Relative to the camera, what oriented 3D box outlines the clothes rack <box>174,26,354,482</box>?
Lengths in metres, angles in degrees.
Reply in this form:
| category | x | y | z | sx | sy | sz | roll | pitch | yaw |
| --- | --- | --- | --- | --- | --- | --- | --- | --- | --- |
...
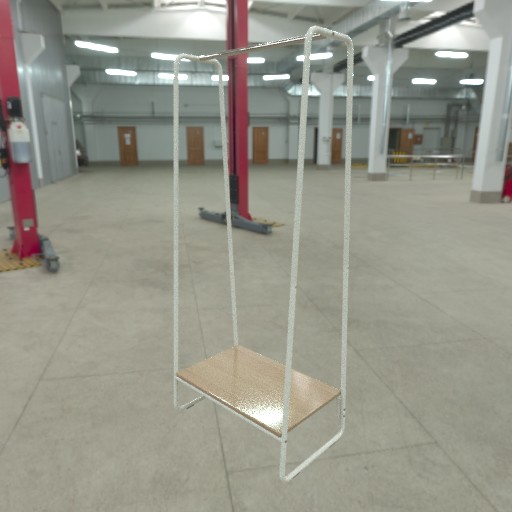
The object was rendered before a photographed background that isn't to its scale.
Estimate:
| category | x | y | z | sx | sy | sz | roll | pitch | yaw |
| --- | --- | --- | --- | --- | --- | --- | --- | --- | --- |
| clothes rack | 0.000 | 0.000 | 1.717 | 0.640 | 1.500 | 0.400 | 14 | 20 | 42 |
